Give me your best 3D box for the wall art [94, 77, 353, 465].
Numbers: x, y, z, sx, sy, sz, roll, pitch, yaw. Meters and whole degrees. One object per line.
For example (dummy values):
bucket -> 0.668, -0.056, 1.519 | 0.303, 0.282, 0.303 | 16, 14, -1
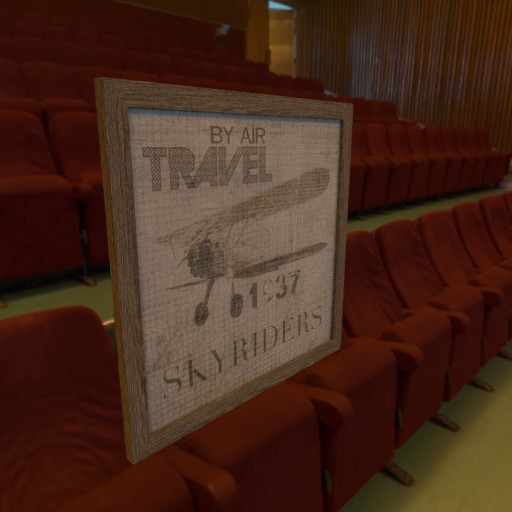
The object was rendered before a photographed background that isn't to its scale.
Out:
wall art -> 0.000, 0.000, 0.739 | 0.019, 0.508, 0.508 | 14, 20, 43
